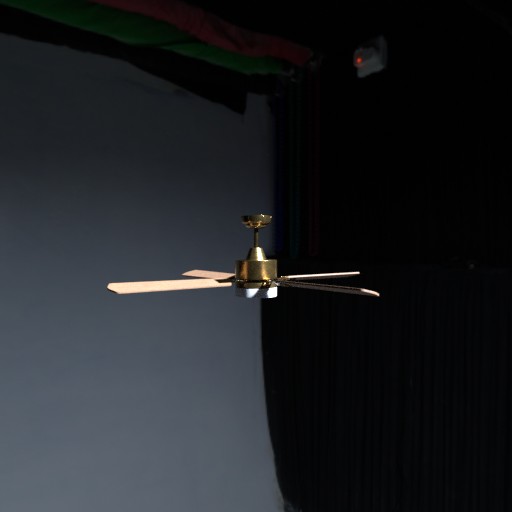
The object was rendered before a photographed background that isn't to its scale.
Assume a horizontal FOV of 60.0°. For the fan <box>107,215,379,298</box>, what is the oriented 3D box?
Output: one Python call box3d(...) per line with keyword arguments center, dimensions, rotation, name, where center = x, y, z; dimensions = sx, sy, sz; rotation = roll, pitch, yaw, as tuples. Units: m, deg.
box3d(center=(0.000, 0.000, 1.980), dimensions=(1.320, 0.355, 1.320), rotation=(-1, 2, -36), name="fan")
